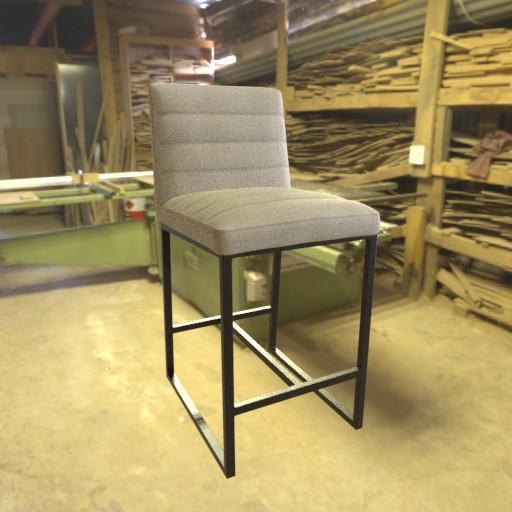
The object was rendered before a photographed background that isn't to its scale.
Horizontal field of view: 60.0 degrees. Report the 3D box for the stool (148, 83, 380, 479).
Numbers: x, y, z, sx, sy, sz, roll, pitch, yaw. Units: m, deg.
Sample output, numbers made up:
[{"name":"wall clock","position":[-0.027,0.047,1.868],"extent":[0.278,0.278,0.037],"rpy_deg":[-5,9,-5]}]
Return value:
[{"name":"stool","position":[0.000,0.000,1.293],"extent":[0.459,0.971,0.567],"rpy_deg":[-8,18,-26]}]
